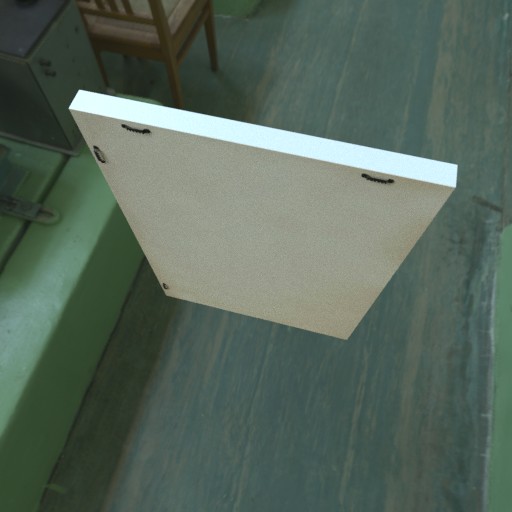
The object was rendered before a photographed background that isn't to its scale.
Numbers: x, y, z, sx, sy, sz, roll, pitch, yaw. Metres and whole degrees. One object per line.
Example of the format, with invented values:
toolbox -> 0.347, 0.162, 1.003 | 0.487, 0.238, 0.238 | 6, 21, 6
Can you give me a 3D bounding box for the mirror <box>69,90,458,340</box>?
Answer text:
mirror -> 0.000, 0.000, 0.889 | 0.507, 0.710, 0.040 | 13, 65, 6
